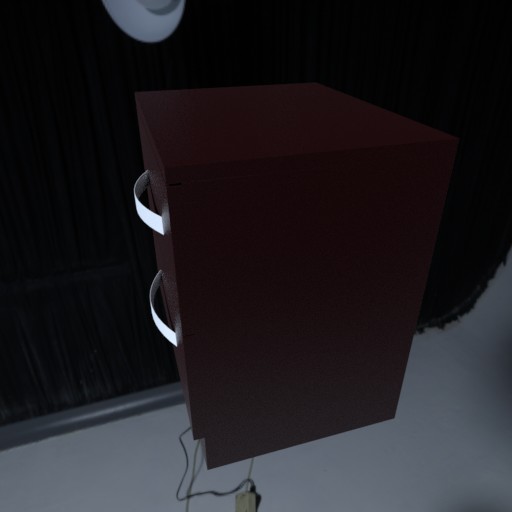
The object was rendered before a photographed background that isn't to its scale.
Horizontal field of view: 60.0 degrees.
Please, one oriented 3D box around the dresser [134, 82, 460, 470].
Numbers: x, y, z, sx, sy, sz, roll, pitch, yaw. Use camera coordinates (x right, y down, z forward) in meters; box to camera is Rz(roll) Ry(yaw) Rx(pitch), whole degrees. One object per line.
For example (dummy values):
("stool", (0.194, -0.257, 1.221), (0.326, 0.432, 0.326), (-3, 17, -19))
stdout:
("dresser", (0.000, 0.000, 0.741), (0.360, 0.470, 0.400), (-9, 31, -15))
